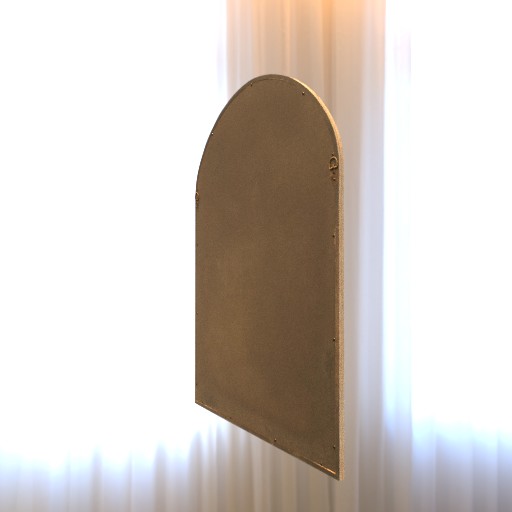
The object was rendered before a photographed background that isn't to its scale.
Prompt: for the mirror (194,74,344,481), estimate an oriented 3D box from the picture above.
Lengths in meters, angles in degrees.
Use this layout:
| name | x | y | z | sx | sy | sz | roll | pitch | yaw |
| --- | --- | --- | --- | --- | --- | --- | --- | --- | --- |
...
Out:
| name | x | y | z | sx | sy | sz | roll | pitch | yaw |
| --- | --- | --- | --- | --- | --- | --- | --- | --- | --- |
| mirror | 0.000 | 0.000 | 1.153 | 0.032 | 0.915 | 0.609 | 1 | -1 | -36 |
